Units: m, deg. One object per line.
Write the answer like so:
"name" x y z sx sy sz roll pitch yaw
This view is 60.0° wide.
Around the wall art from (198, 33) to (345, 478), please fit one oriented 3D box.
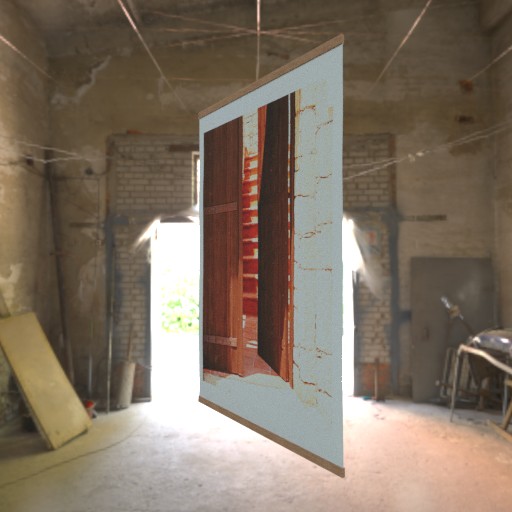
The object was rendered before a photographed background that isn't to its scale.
"wall art" 0.000 0.000 1.933 0.019 1.527 1.019 0 -1 -36
